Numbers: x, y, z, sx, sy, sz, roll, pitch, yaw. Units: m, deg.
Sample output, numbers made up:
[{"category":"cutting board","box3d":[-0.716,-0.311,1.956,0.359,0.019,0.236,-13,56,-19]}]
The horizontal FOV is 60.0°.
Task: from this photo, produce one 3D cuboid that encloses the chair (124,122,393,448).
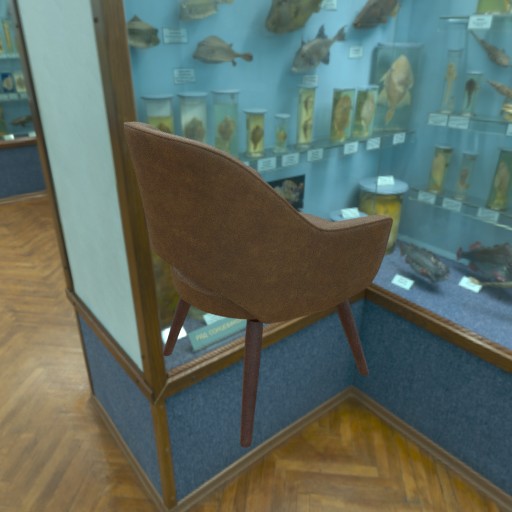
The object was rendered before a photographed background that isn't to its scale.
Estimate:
[{"category":"chair","box3d":[0.000,0.000,1.238,0.640,0.777,0.591,-18,31,-32]}]
